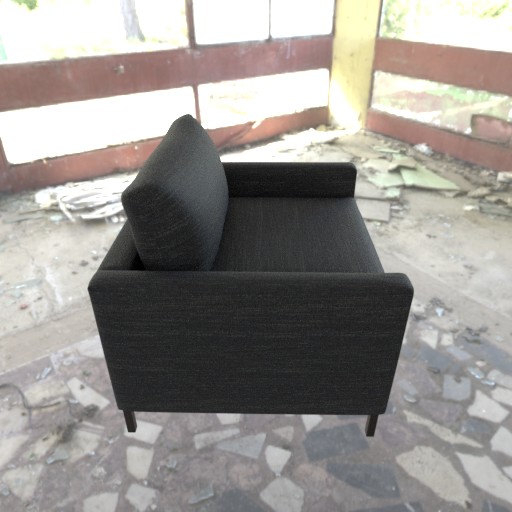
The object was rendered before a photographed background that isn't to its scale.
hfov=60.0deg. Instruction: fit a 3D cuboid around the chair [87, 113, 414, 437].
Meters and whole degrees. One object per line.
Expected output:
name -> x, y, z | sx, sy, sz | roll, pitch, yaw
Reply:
chair -> 0.000, 0.000, 1.624 | 0.866, 0.861, 0.963 | 1, 32, 1
